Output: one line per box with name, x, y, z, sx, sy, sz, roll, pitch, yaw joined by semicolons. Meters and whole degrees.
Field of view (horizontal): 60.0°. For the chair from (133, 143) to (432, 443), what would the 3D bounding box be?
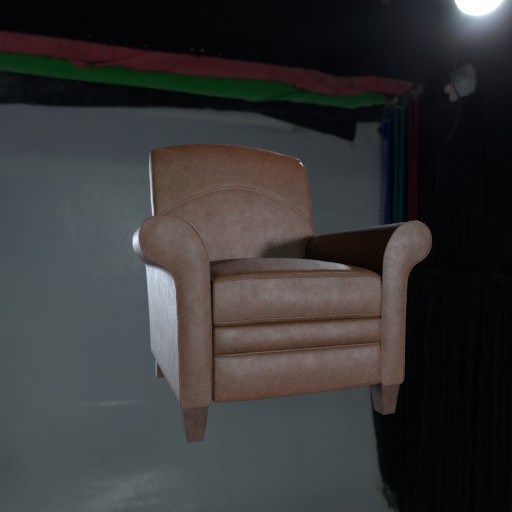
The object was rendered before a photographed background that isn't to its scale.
chair;0.000;0.000;1.767;0.978;1.061;0.902;0;1;-19
